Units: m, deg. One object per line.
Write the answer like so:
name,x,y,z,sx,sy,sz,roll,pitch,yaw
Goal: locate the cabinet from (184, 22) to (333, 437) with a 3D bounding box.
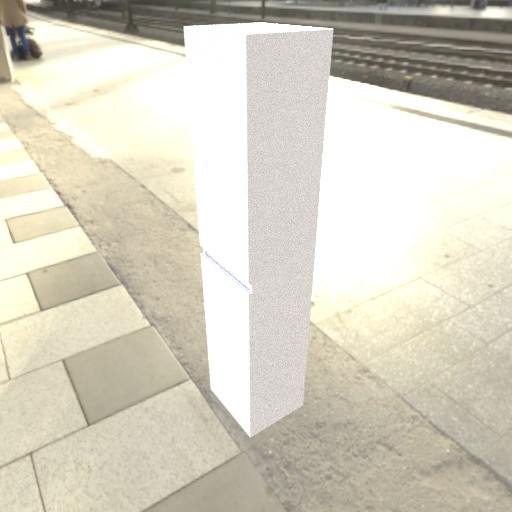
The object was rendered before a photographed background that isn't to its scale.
cabinet,0.000,0.000,1.525,0.269,1.400,0.300,-20,37,-30
